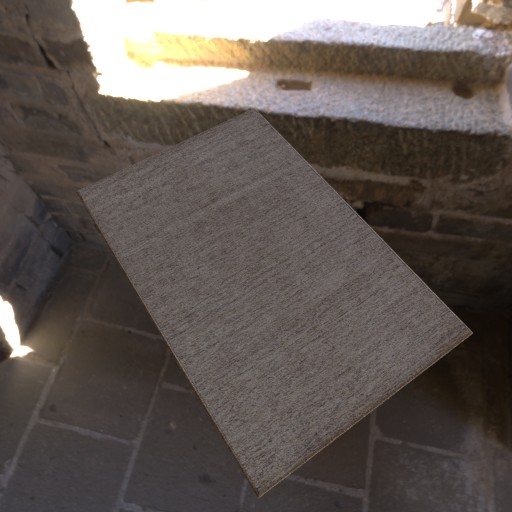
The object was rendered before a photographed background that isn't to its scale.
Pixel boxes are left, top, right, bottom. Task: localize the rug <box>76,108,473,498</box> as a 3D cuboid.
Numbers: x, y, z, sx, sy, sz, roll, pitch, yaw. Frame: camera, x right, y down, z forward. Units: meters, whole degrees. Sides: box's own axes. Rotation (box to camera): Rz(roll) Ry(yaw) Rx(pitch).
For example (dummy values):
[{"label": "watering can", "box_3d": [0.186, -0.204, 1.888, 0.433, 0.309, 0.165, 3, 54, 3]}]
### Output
[{"label": "rug", "box_3d": [0.000, 0.000, 2.277, 1.211, 0.018, 1.822, -30, 64, -16]}]
